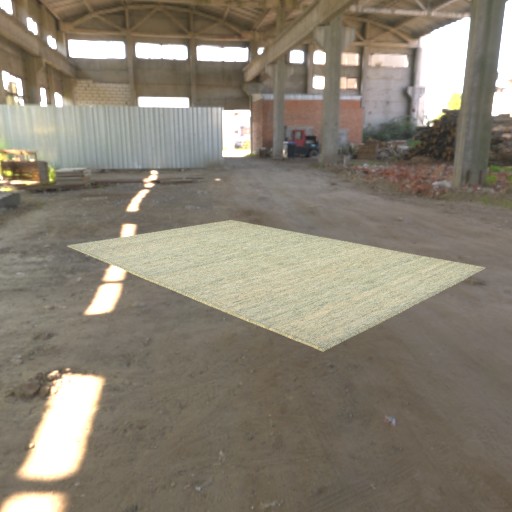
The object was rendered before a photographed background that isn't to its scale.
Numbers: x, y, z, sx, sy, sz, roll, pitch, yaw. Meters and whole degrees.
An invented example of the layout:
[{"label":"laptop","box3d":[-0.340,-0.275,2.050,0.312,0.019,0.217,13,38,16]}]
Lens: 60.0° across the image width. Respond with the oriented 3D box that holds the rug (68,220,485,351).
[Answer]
[{"label":"rug","box3d":[0.000,0.000,2.335,1.250,0.015,1.850,-13,20,-42]}]
